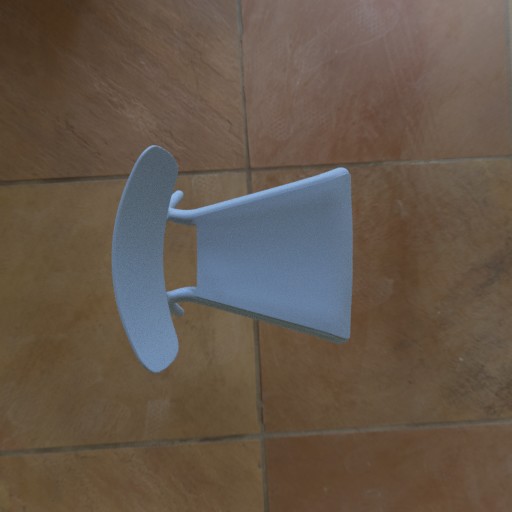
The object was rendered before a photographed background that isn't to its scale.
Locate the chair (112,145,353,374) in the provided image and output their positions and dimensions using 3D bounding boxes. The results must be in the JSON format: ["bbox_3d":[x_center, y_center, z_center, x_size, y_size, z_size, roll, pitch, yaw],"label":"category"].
[{"bbox_3d":[0.000,0.000,0.835,0.401,0.580,0.356,0,91,-1],"label":"chair"}]
